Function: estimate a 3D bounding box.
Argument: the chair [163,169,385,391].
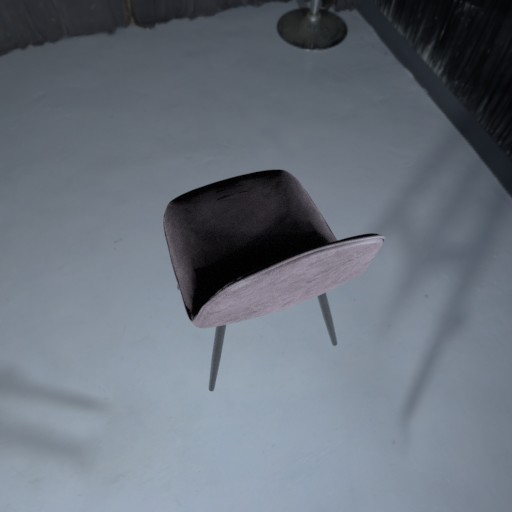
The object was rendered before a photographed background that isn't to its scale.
[{"bbox_3d":[0.000,0.000,1.227,0.472,0.889,0.561,-18,61,-10],"label":"chair"}]
